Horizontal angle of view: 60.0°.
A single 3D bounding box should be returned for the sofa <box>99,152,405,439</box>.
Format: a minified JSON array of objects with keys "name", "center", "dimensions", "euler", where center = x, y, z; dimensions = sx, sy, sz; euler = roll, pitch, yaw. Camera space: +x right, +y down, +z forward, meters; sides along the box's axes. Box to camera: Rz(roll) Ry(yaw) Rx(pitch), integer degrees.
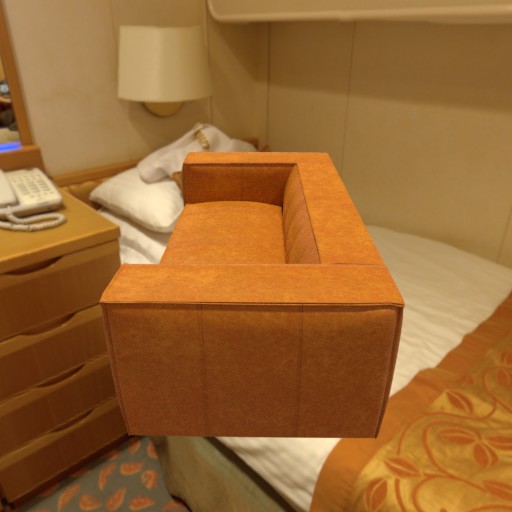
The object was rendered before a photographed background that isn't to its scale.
[{"name":"sofa","center":[0.000,0.000,2.540],"dimensions":[1.102,0.703,2.088],"euler":[0,27,1]}]
